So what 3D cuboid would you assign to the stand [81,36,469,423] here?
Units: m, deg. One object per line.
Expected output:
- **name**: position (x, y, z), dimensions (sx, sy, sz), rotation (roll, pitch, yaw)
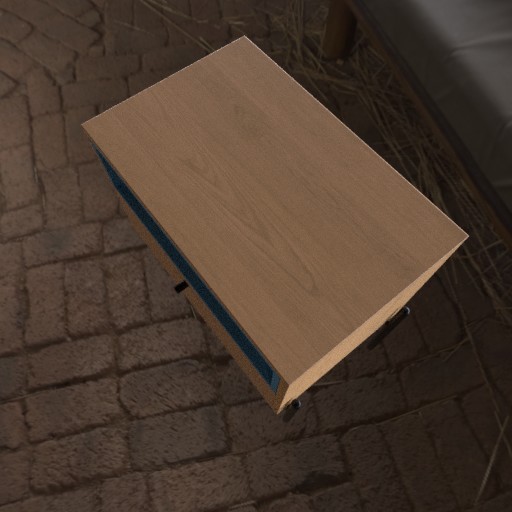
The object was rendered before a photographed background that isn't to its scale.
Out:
- **stand**: position (0.000, 0.000, 1.018), dimensions (0.400, 0.600, 0.630), rotation (-36, 70, -15)
